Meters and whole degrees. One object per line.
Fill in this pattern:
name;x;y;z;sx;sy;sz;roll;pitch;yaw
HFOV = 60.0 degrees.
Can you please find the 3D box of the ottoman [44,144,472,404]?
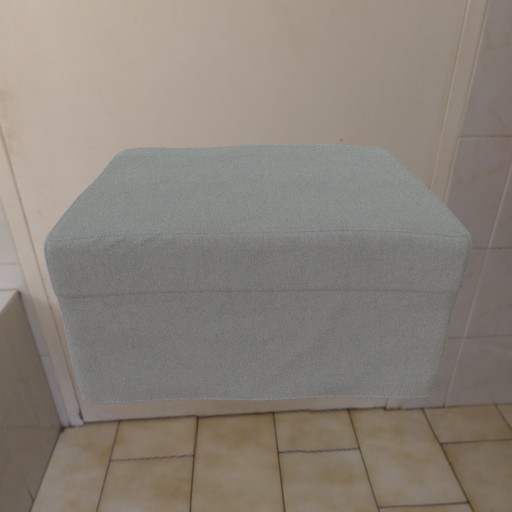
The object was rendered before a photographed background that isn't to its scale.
ottoman;0.000;0.000;1.210;0.833;0.461;0.648;-1;29;-1
